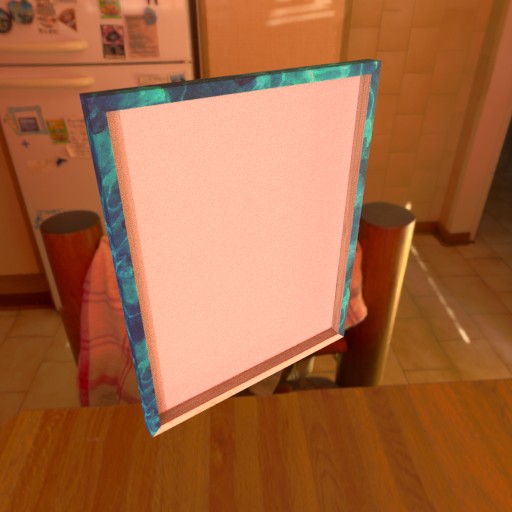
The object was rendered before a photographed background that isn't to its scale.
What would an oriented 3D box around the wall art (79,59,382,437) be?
[{"bbox_3d":[0.000,0.000,0.989,0.609,0.760,0.038,-20,37,-29],"label":"wall art"}]
